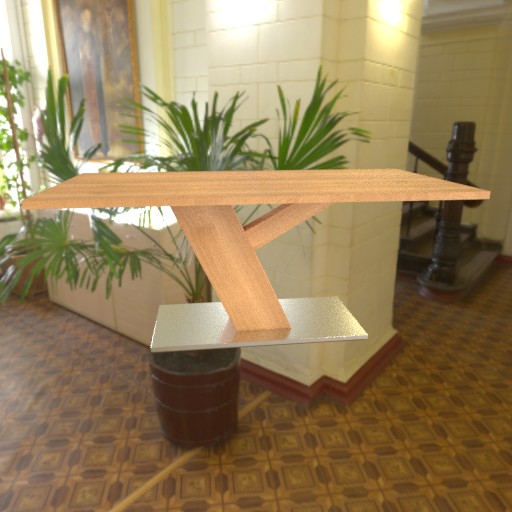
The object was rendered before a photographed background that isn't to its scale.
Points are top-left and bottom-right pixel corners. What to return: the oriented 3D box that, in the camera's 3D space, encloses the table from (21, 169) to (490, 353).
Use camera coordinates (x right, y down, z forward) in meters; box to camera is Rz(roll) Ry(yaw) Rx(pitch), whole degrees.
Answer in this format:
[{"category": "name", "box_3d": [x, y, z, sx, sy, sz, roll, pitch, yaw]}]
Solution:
[{"category": "table", "box_3d": [0.000, 0.000, 2.221, 1.800, 0.750, 0.900, -2, 17, -7]}]
